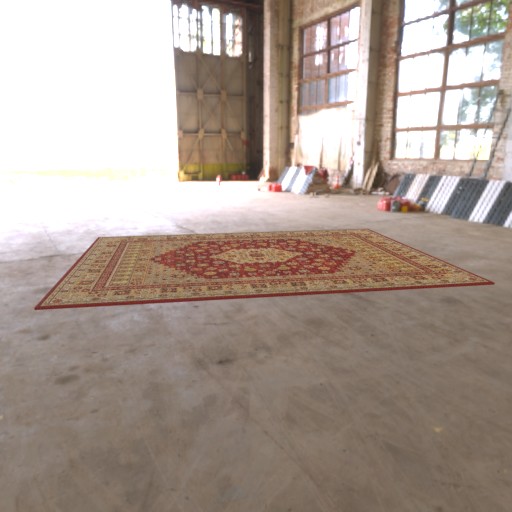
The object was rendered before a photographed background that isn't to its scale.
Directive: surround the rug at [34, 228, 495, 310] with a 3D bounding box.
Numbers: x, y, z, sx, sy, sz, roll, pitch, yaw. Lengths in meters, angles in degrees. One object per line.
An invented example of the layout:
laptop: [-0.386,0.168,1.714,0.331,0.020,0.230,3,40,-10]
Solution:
rug: [0.000,0.000,2.853,2.211,0.013,1.593,-2,14,-9]
